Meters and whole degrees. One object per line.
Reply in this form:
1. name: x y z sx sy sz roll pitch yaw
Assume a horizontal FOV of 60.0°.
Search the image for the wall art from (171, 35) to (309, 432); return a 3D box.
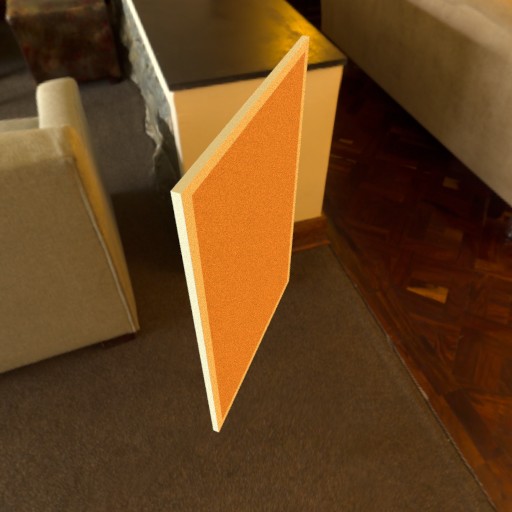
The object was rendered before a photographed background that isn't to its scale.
1. wall art: 0.000 0.000 0.858 0.013 0.656 0.456 17 49 15
